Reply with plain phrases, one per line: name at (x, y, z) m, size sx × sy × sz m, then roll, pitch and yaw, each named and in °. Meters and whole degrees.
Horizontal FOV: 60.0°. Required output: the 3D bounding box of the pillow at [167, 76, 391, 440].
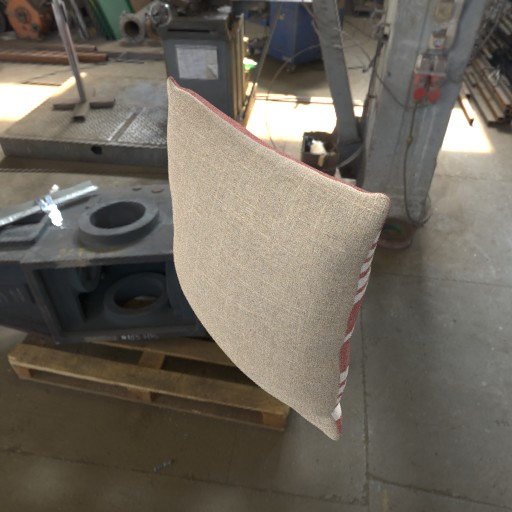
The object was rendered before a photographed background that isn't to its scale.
pillow at (0.000, 0.000, 0.668) m, size 0.182 × 0.427 × 0.439 m, roll -26°, pitch 47°, yaw -27°
